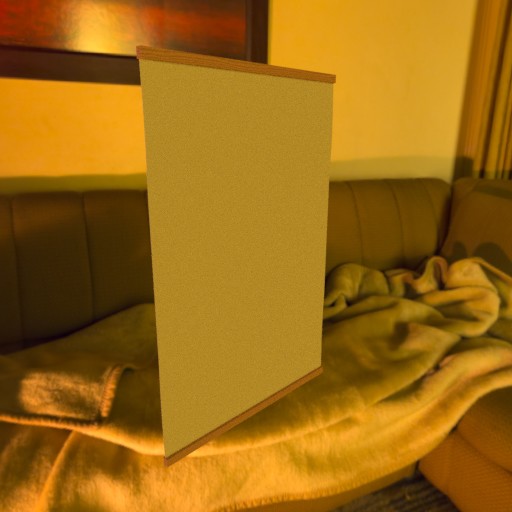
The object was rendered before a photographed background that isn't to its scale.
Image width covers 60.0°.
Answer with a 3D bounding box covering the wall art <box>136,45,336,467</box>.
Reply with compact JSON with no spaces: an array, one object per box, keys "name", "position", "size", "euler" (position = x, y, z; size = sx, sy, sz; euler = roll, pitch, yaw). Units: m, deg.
[{"name":"wall art","position":[0.000,0.000,1.892],"size":[0.025,1.521,1.011],"euler":[15,21,43]}]
